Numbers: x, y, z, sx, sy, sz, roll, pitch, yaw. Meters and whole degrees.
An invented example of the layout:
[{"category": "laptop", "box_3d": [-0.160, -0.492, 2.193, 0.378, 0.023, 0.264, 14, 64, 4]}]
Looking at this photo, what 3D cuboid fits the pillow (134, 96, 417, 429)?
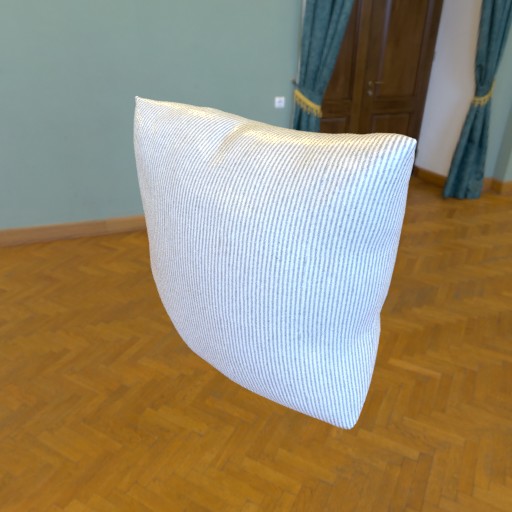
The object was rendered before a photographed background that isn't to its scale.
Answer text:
[{"category": "pillow", "box_3d": [0.000, 0.000, 0.676, 0.310, 0.432, 0.387, -8, 30, -15]}]
